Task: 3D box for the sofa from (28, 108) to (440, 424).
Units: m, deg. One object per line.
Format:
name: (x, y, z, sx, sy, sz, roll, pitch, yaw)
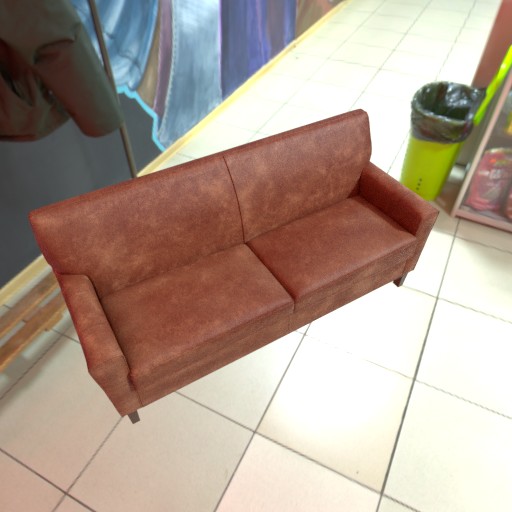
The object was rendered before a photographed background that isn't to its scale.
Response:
sofa: (0.000, 0.000, 2.533, 2.053, 0.947, 0.805, -23, 50, -21)
